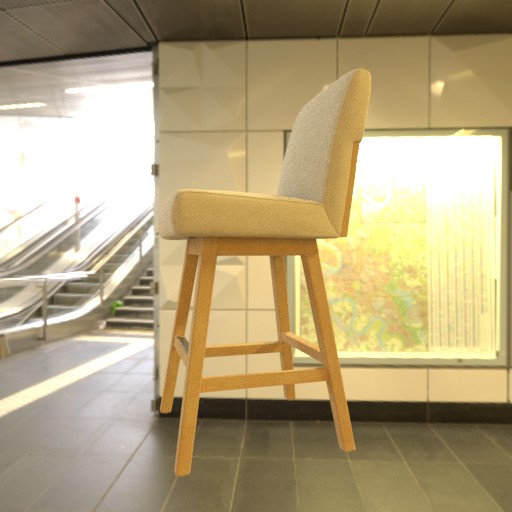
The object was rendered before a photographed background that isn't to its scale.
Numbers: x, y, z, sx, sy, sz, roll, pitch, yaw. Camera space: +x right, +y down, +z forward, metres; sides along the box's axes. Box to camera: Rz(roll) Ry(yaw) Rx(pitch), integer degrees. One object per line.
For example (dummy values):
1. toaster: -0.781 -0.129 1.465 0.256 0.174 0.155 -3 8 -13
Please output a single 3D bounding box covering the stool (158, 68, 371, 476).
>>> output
1. stool: 0.000 0.000 1.297 0.543 1.015 0.446 0 1 -17
